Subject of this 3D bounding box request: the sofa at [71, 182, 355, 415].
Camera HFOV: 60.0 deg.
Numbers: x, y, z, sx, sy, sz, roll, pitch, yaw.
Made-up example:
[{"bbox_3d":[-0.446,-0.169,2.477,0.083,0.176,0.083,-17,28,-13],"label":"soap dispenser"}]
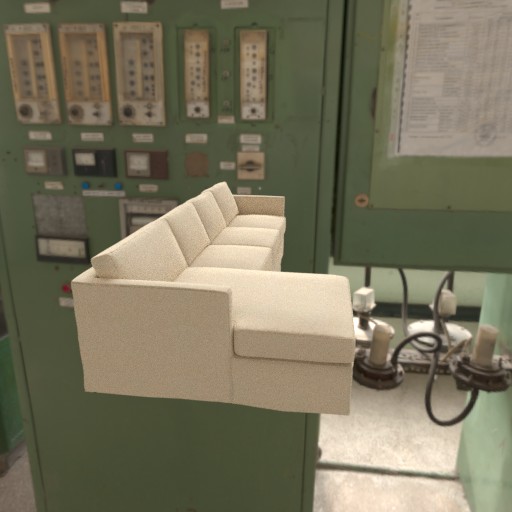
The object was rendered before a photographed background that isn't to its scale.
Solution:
[{"bbox_3d":[0.000,0.000,3.947,1.650,0.922,3.205,3,17,9],"label":"sofa"}]
